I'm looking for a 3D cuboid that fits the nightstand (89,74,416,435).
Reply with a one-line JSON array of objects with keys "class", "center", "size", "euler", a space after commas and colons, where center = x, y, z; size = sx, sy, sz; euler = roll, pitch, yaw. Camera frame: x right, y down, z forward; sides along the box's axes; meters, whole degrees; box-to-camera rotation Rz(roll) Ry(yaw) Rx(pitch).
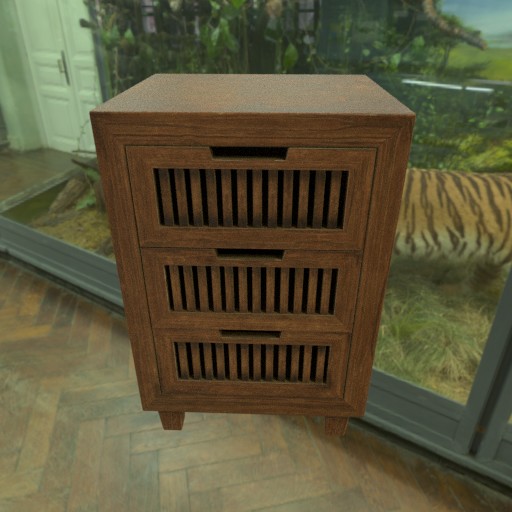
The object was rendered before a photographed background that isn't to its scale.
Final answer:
[{"class": "nightstand", "center": [0.000, 0.000, 0.975], "size": [0.465, 0.695, 0.410], "euler": [1, 29, 2]}]
